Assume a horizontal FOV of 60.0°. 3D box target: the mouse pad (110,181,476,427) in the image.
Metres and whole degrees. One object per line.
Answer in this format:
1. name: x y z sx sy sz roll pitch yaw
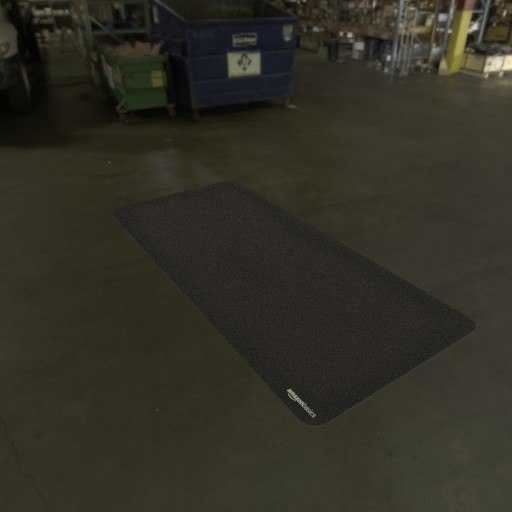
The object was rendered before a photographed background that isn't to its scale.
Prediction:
1. mouse pad: 0.000 0.000 1.059 0.424 0.003 0.907 -19 36 -29
